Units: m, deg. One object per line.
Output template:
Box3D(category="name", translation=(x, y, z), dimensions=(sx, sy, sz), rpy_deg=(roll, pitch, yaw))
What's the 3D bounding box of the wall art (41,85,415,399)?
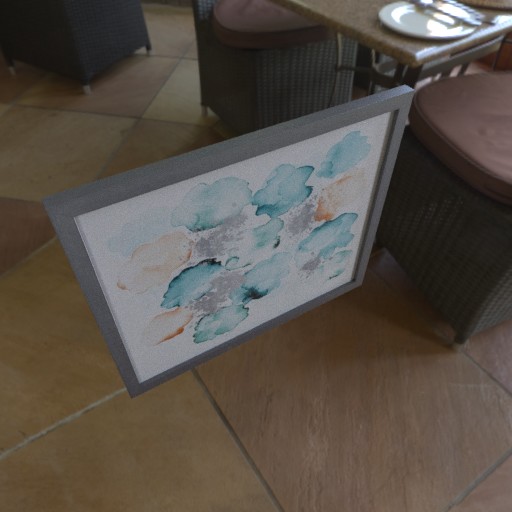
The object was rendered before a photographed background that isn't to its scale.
Box3D(category="wall art", translation=(0.000, 0.000, 0.909), dimensions=(0.660, 0.558, 0.026), rpy_deg=(-23, 51, -20))
